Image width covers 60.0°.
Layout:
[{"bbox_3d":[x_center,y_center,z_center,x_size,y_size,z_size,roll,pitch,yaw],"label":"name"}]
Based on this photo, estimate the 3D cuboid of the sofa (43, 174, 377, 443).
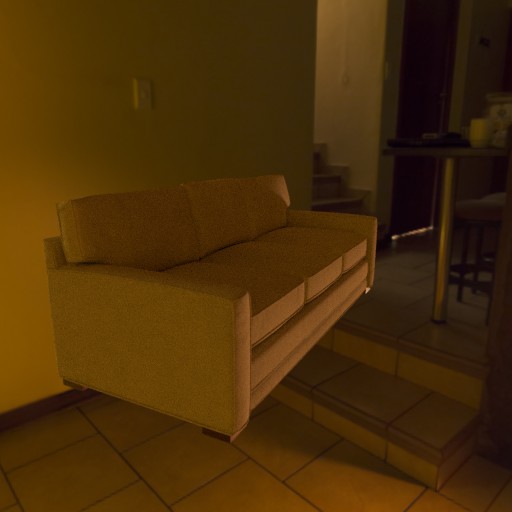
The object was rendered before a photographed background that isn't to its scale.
[{"bbox_3d":[0.000,0.000,2.585,0.936,0.862,2.093,7,15,27],"label":"sofa"}]
